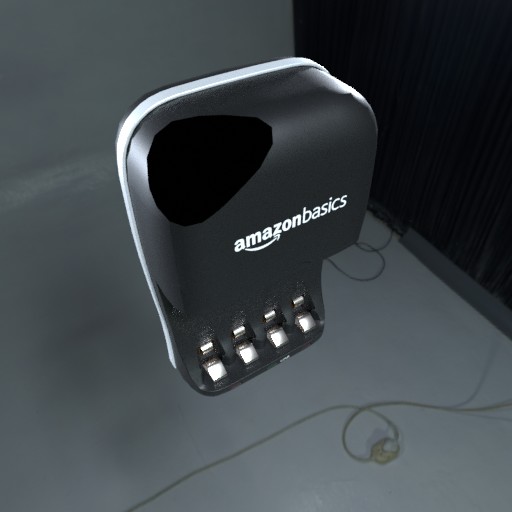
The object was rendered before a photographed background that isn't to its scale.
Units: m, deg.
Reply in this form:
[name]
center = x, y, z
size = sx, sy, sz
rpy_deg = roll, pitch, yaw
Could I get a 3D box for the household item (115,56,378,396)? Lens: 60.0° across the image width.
[household item]
center = 0.000, 0.000, 0.147
size = 0.070, 0.114, 0.038
rpy_deg = -24, 50, -22
